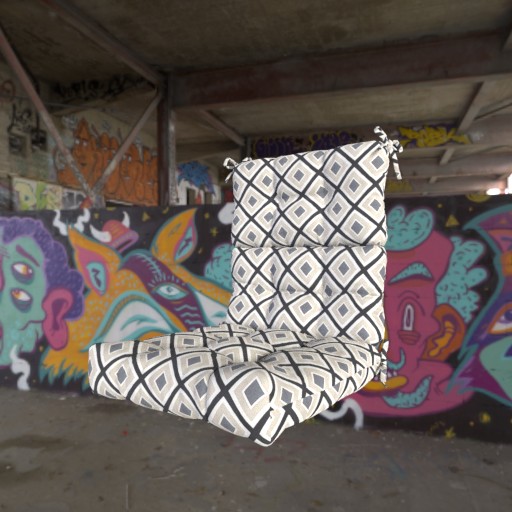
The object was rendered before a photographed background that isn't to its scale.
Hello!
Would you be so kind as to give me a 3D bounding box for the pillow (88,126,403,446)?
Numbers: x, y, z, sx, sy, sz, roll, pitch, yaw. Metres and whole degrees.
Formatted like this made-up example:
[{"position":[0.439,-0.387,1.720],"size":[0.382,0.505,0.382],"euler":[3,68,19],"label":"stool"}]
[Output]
[{"position":[0.000,0.000,1.001],"size":[0.519,0.605,0.571],"euler":[0,0,37],"label":"pillow"}]
